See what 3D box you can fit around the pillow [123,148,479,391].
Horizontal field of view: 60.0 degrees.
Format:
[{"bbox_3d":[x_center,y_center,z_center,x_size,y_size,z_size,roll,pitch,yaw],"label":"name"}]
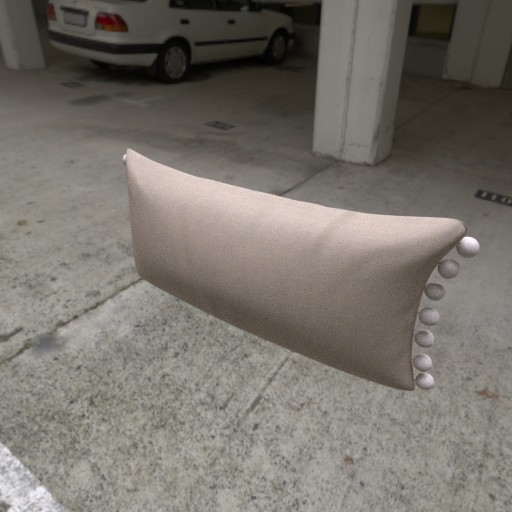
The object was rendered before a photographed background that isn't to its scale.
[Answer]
[{"bbox_3d":[0.000,0.000,0.821,0.709,0.322,0.201,19,36,29],"label":"pillow"}]
